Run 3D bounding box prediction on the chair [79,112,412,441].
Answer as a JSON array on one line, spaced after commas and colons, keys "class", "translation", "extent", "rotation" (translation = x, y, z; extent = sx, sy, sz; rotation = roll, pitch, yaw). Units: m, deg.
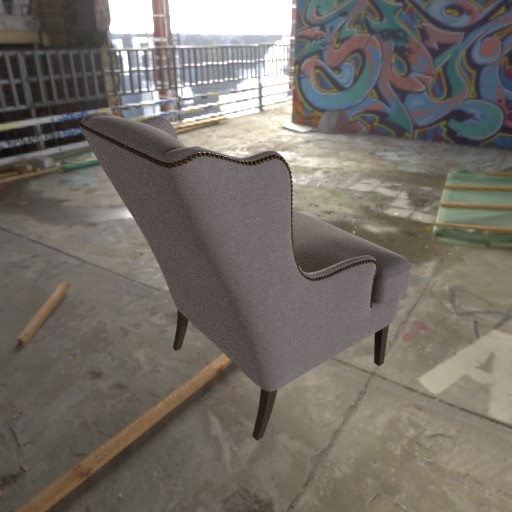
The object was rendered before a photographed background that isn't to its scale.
[{"class": "chair", "translation": [0.000, 0.000, 1.631], "extent": [0.940, 1.029, 0.737], "rotation": [-18, 32, -32]}]
